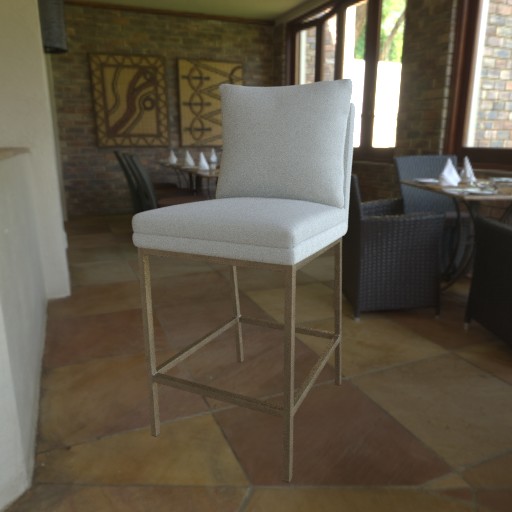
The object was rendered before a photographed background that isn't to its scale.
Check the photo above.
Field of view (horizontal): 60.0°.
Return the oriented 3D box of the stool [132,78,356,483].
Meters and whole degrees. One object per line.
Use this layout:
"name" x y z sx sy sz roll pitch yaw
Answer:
"stool" 0.000 0.000 1.336 0.463 1.032 0.572 7 16 25
